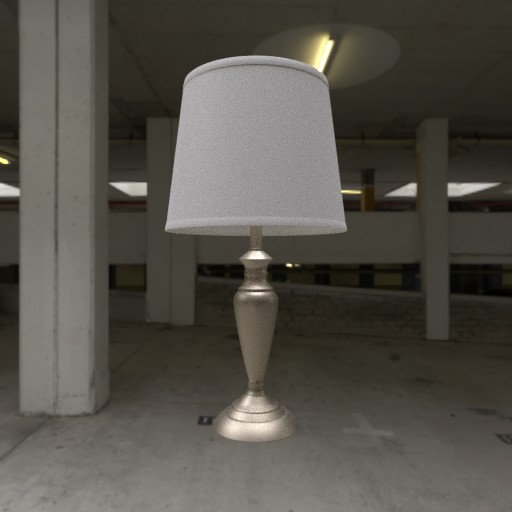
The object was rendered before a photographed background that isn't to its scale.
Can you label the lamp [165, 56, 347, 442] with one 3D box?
[{"bbox_3d":[0.000,0.000,0.815,0.328,0.619,0.328,0,0,0],"label":"lamp"}]
